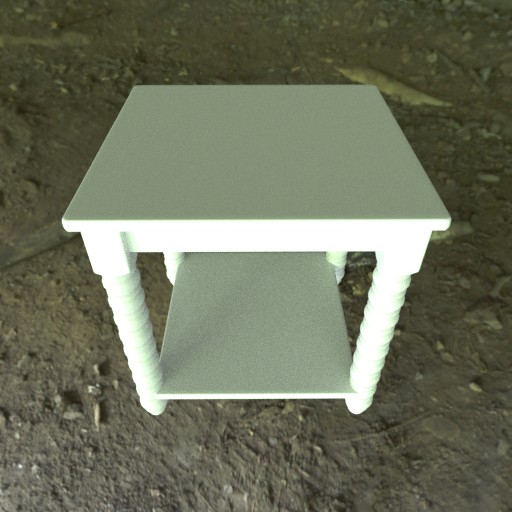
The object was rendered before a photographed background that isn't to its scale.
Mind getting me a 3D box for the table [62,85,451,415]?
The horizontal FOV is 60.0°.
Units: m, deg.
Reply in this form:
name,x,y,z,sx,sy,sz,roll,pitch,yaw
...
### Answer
name,x,y,z,sx,sy,sz,roll,pitch,yaw
table,0.000,0.000,0.968,0.533,0.563,0.500,0,41,0
